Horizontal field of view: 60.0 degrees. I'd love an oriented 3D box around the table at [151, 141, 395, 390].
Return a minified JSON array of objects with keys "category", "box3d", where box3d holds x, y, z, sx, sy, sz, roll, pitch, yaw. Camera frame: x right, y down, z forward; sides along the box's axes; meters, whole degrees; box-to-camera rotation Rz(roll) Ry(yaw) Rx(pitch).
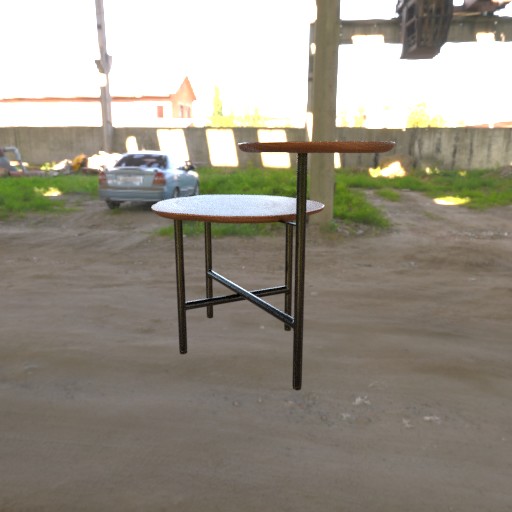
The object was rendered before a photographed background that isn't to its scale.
[{"category":"table","box3d":[0.000,0.000,1.101,0.442,0.538,0.759,-7,15,-27]}]
